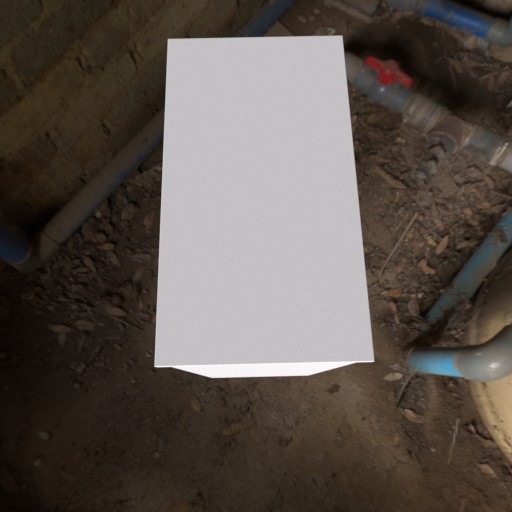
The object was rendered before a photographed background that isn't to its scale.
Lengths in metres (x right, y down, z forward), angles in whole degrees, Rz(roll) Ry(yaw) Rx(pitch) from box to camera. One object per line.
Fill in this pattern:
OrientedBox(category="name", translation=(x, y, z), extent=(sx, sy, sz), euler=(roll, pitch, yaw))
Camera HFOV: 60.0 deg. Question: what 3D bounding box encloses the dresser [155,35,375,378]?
OrientedBox(category="dresser", translation=(0.000, 0.000, 1.367), extent=(0.401, 1.021, 0.704), euler=(-1, 73, 0))
